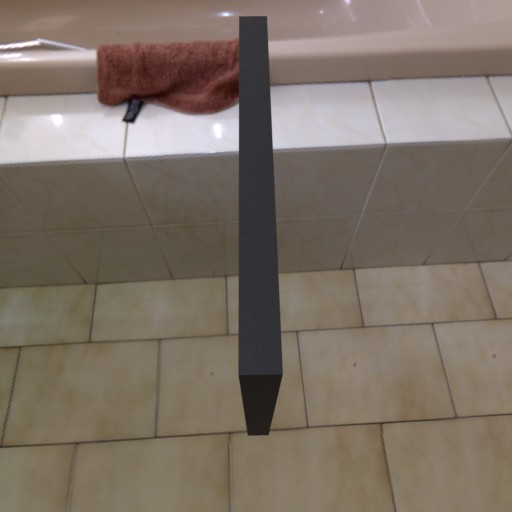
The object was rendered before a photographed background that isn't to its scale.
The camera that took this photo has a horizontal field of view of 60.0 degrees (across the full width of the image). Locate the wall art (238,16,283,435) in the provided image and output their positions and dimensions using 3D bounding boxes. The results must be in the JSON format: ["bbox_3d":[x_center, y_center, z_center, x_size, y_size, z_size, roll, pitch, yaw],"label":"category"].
[{"bbox_3d":[0.000,0.000,0.742,0.040,0.509,0.509,-1,62,0],"label":"wall art"}]
